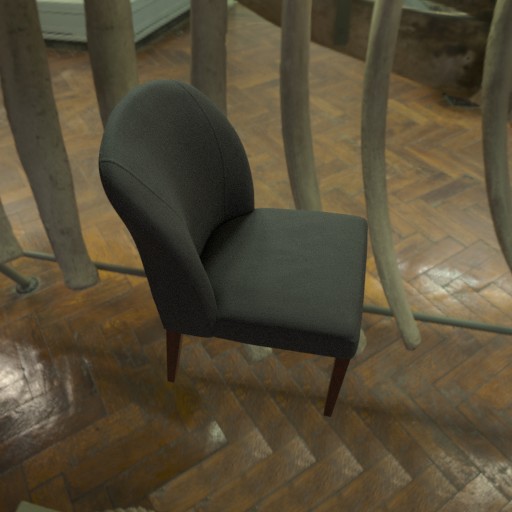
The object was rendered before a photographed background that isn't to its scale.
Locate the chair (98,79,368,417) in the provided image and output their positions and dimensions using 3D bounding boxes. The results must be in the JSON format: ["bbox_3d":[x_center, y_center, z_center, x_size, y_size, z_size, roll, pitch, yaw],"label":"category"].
[{"bbox_3d":[0.000,0.000,1.259,0.619,0.879,0.506,9,47,9],"label":"chair"}]
